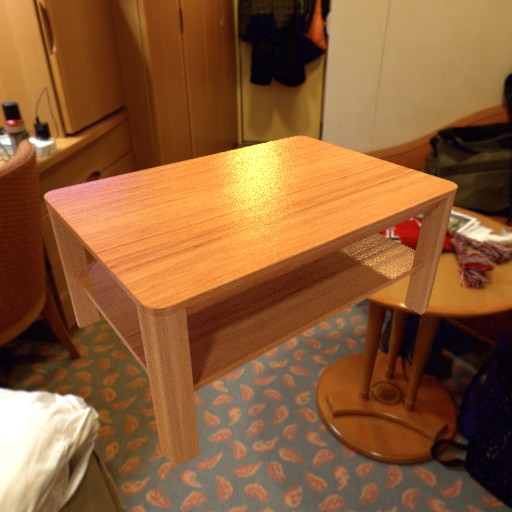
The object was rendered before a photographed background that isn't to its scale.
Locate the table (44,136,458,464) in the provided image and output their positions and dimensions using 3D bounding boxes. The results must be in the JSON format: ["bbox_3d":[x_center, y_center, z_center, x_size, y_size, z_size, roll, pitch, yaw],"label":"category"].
[{"bbox_3d":[0.000,0.000,1.383,0.997,0.445,0.696,-21,36,-32],"label":"table"}]
